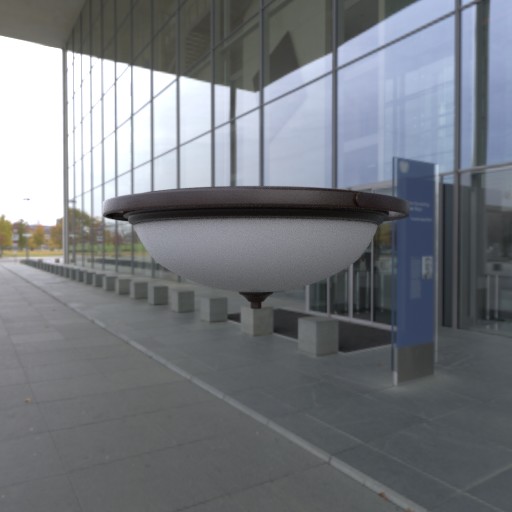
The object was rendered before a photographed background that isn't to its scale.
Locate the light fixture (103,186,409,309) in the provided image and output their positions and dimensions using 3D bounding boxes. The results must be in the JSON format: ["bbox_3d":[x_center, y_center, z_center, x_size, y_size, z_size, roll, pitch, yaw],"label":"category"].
[{"bbox_3d":[0.000,0.000,0.552,0.361,0.130,0.361,0,1,0],"label":"light fixture"}]
